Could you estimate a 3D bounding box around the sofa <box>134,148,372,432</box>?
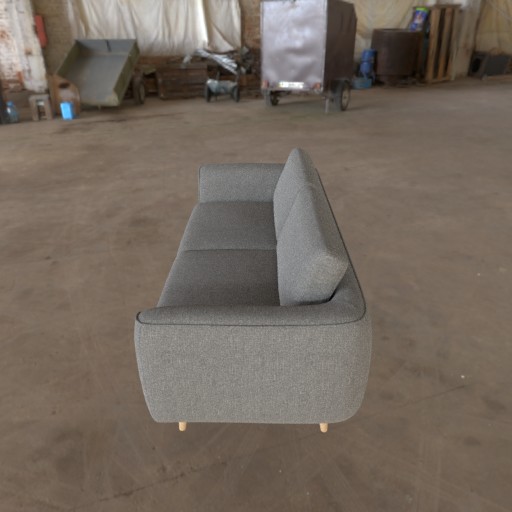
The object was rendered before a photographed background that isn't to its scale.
[{"bbox_3d":[0.000,0.000,2.470,0.920,0.870,2.000,0,28,1],"label":"sofa"}]
